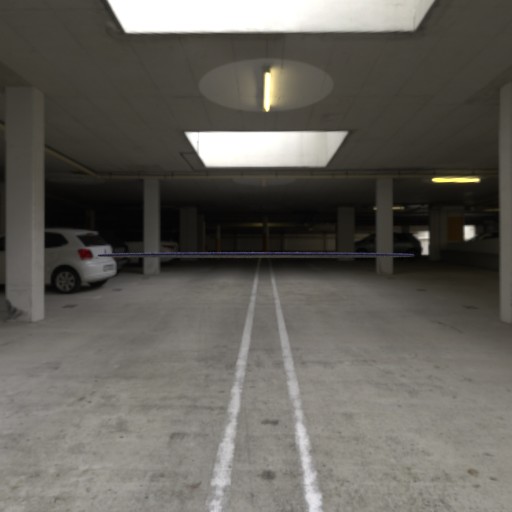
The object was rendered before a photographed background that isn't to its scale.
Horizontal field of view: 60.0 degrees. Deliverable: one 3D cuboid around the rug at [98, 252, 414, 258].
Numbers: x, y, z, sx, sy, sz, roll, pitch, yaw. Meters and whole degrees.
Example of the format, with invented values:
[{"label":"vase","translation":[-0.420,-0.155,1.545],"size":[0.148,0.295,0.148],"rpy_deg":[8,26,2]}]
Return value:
[{"label":"rug","translation":[0.000,0.000,2.366],"size":[1.591,0.010,1.591],"rpy_deg":[0,-1,0]}]
